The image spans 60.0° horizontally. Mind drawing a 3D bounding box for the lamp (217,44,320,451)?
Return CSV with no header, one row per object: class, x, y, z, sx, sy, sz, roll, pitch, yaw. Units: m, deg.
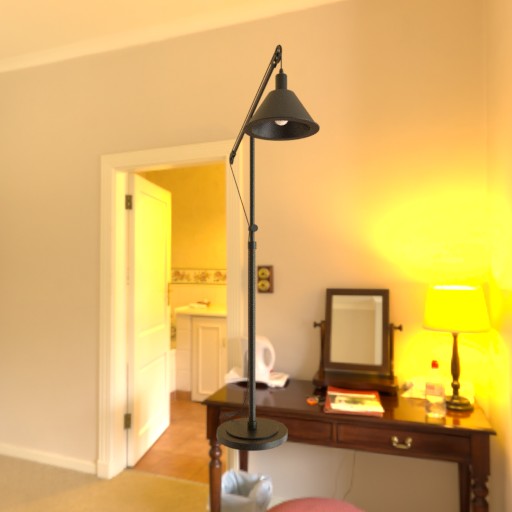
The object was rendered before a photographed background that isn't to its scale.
lamp,0.000,0.000,1.966,0.319,1.626,0.904,0,-1,-18
